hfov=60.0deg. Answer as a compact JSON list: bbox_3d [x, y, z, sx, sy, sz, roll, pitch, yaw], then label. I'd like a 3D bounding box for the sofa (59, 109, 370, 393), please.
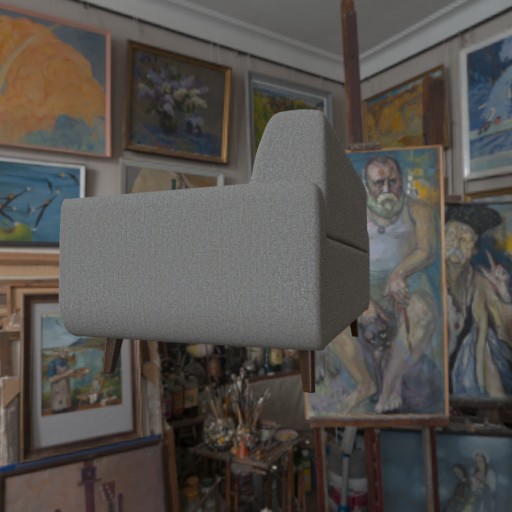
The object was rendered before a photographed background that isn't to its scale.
[{"bbox_3d":[0.000,0.000,2.182,0.952,0.925,1.651,-1,-2,19],"label":"sofa"}]
